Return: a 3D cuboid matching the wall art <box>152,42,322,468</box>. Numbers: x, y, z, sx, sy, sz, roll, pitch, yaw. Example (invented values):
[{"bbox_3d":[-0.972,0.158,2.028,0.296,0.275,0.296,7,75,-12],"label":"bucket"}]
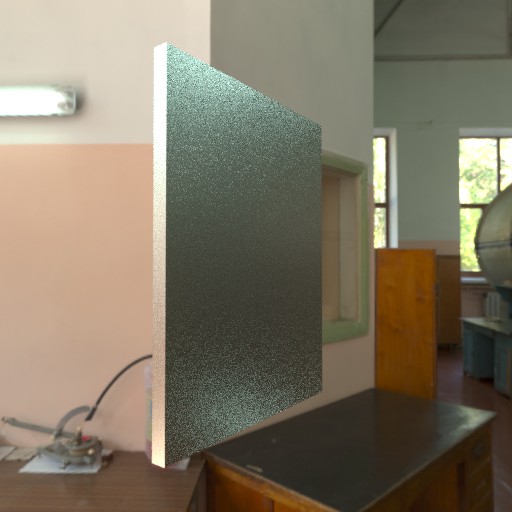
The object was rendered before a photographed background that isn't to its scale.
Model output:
[{"bbox_3d":[0.000,0.000,0.779,0.025,0.569,0.444,-1,-2,36],"label":"wall art"}]
